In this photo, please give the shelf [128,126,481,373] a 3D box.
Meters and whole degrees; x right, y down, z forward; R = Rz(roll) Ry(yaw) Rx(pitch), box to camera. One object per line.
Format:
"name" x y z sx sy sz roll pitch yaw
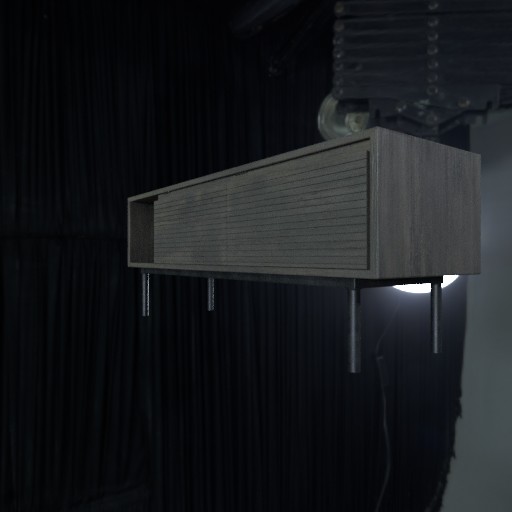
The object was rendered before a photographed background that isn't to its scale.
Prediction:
"shelf" 0.000 0.000 1.482 0.400 0.495 1.300 0 0 -37
